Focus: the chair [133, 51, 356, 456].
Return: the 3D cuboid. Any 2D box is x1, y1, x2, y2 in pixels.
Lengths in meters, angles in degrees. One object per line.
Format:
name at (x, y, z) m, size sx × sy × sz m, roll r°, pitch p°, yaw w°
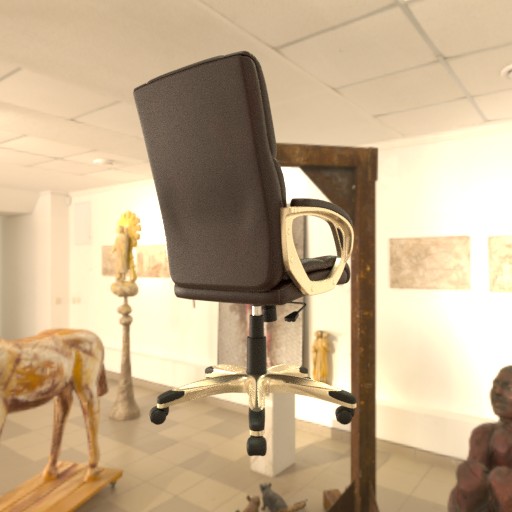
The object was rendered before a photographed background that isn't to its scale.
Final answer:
chair at (0.000, 0.000, 1.572) m, size 0.662 × 1.107 × 0.739 m, roll 0°, pitch 0°, yaw 36°
